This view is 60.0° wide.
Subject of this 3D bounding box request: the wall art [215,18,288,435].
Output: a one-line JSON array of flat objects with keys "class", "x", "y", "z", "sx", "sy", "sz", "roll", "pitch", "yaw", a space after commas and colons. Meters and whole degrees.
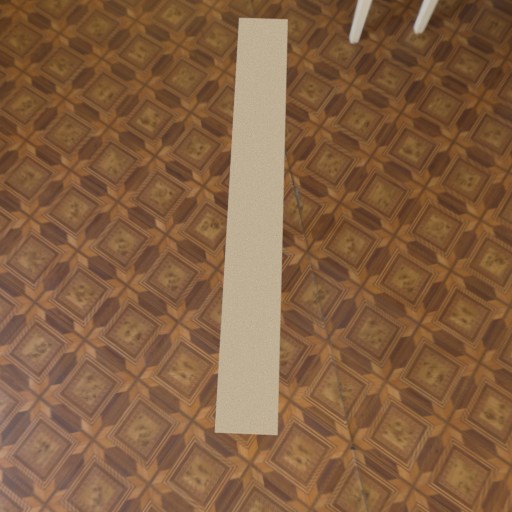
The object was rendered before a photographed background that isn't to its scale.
[{"class": "wall art", "x": 0.000, "y": 0.000, "z": 0.456, "sx": 0.038, "sy": 0.304, "sz": 0.305, "roll": 2, "pitch": 75, "yaw": 1}]
